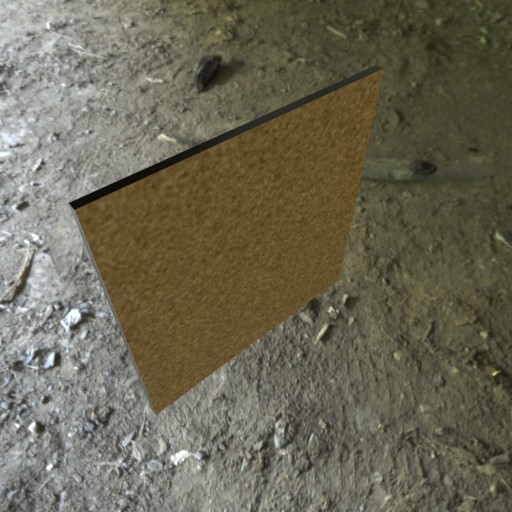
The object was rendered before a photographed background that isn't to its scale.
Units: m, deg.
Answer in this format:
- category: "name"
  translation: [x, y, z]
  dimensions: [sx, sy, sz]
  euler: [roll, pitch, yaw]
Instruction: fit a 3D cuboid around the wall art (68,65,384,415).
- category: "wall art"
  translation: [0.000, 0.000, 0.667]
  dimensions: [0.446, 0.445, 0.014]
  euler: [-32, 55, -26]
